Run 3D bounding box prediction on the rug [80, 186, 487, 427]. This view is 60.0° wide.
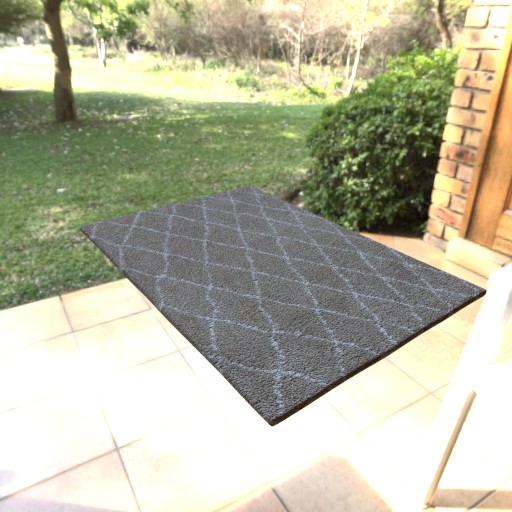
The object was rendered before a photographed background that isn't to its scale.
[{"bbox_3d":[0.000,0.000,2.254,1.219,0.030,1.778,-19,33,-32],"label":"rug"}]
